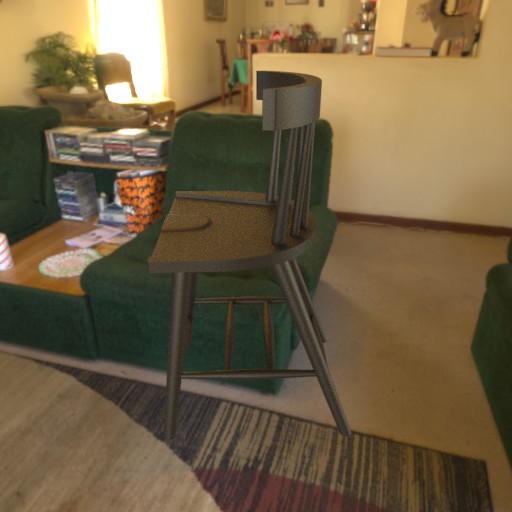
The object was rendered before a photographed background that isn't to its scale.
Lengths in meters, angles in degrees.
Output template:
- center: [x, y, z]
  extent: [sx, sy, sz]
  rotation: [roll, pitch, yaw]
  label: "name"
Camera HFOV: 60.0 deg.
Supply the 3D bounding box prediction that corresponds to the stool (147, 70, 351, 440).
- center: [0.000, 0.000, 1.276]
  extent: [0.549, 0.953, 0.494]
  rotation: [-1, 27, -1]
  label: "stool"
